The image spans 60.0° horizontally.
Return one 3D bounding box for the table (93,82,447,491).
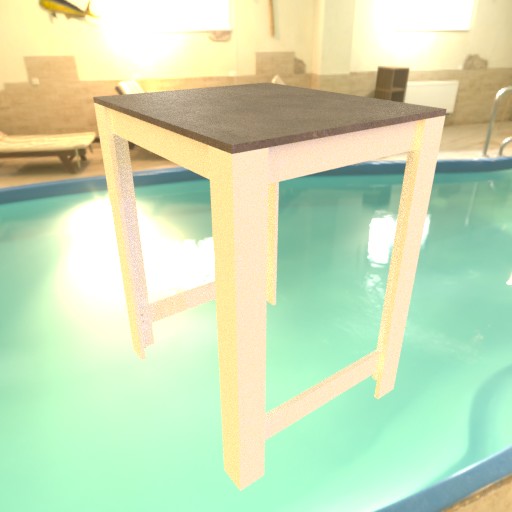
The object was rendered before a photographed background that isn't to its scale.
[{"bbox_3d":[0.000,0.000,1.542,0.700,1.020,0.800,-19,33,-32],"label":"table"}]
